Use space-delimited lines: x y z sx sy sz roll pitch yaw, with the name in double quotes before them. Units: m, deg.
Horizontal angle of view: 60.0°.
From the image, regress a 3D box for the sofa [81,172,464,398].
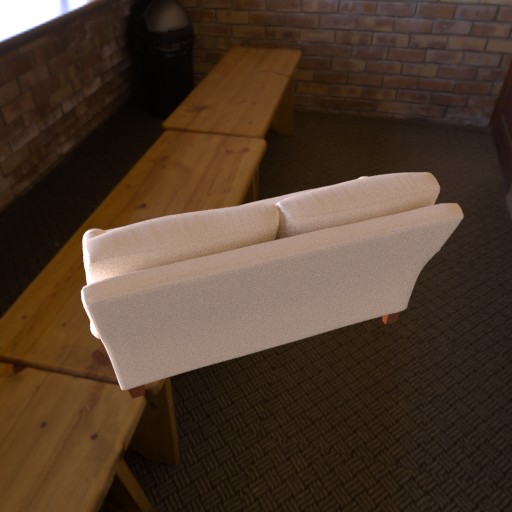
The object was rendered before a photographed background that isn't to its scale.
"sofa" 0.000 0.000 2.583 1.853 1.101 1.084 -13 42 -15
